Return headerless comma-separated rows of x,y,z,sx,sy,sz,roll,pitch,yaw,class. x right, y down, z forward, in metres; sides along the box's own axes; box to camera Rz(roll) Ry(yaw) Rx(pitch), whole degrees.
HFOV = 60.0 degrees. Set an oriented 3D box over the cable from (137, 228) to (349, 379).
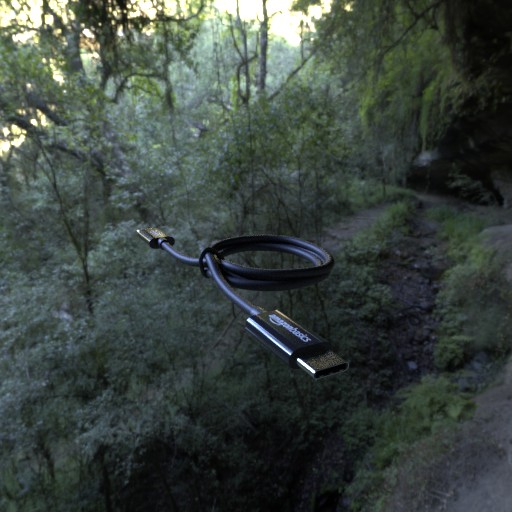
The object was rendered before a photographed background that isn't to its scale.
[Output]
0.000,0.000,0.202,0.070,0.014,0.186,-8,17,-27,cable
